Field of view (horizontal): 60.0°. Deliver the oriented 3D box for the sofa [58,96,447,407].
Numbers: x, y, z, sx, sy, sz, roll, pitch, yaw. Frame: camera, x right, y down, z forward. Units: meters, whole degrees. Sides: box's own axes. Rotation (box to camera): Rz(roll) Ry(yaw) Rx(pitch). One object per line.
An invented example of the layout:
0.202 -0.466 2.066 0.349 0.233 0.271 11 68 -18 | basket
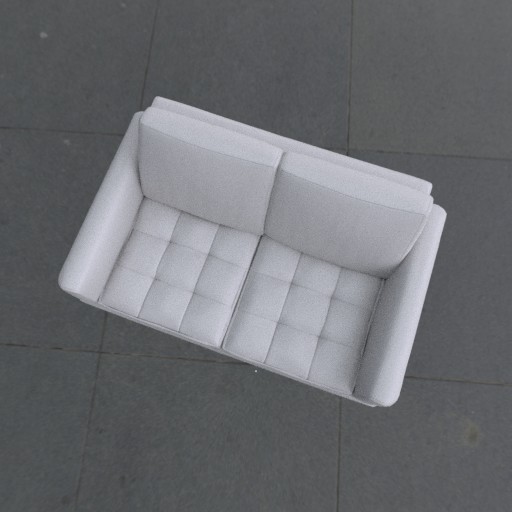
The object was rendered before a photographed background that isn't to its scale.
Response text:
0.000 0.000 2.427 1.819 0.930 1.121 19 76 5 | sofa
